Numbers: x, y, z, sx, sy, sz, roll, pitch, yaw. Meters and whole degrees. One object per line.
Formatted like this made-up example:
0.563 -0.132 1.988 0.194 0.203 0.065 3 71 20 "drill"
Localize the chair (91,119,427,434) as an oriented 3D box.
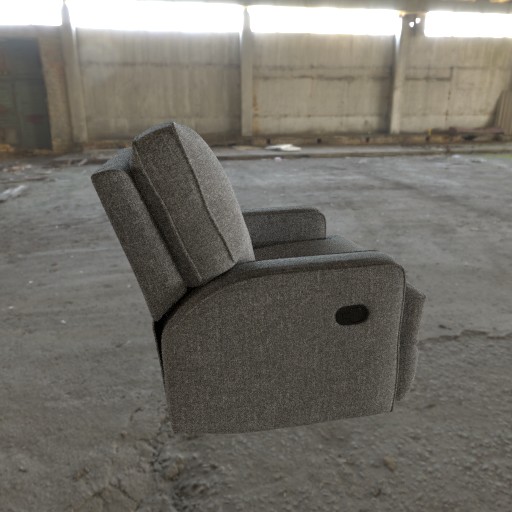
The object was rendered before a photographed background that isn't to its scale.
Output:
0.000 0.000 1.619 0.964 0.962 0.861 -3 19 -10 "chair"
